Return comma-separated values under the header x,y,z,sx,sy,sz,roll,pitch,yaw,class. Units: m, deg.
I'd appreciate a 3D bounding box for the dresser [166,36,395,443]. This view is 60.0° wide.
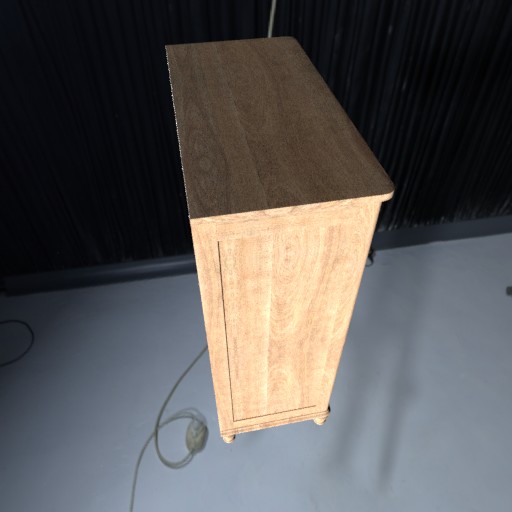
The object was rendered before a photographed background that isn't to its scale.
x,y,z,sx,sy,sz,roll,pitch,yaw,class
0.000,0.000,1.793,0.484,1.318,0.973,-8,47,-8,dresser
